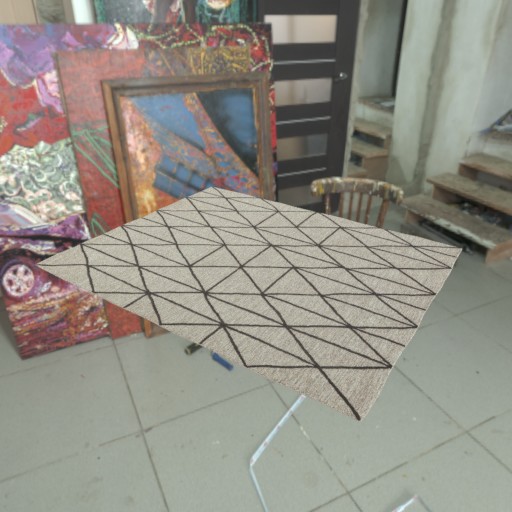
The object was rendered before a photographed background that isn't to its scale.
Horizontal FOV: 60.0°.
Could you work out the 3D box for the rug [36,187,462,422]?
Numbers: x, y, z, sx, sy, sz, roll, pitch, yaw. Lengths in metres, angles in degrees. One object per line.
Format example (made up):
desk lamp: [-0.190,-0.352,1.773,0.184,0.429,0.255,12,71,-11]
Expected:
rug: [0.000,0.000,4.029,3.061,0.022,2.468,18,33,30]
